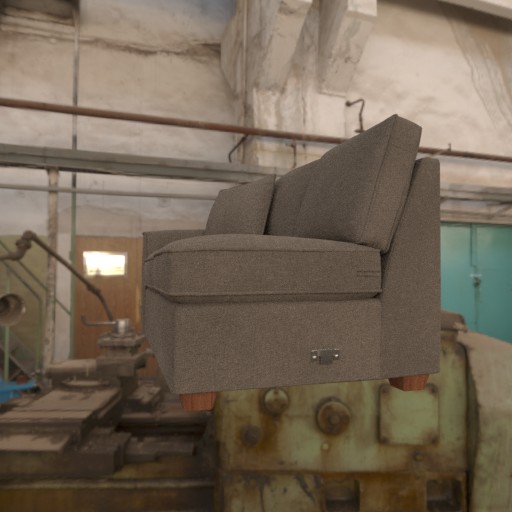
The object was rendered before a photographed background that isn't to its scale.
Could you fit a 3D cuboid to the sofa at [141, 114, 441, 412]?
[{"bbox_3d":[0.000,0.000,2.081,0.991,0.989,1.388,1,-2,-18],"label":"sofa"}]
